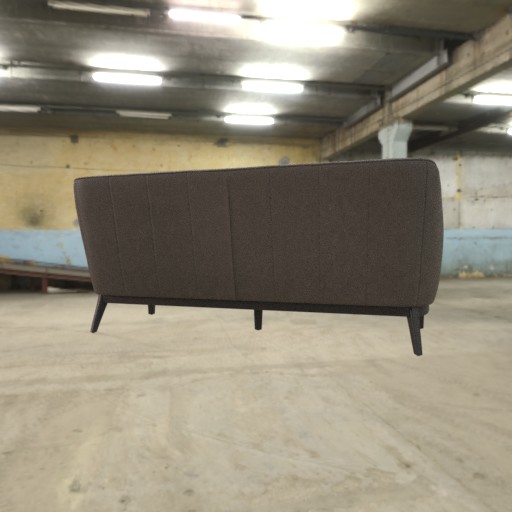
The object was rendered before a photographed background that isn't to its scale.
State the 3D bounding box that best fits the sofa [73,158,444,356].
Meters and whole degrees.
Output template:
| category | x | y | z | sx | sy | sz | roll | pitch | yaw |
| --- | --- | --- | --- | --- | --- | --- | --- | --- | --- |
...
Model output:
| category | x | y | z | sx | sy | sz | roll | pitch | yaw |
| --- | --- | --- | --- | --- | --- | --- | --- | --- | --- |
| sofa | 0.000 | 0.000 | 2.422 | 1.928 | 0.831 | 0.869 | 0 | 1 | 18 |
